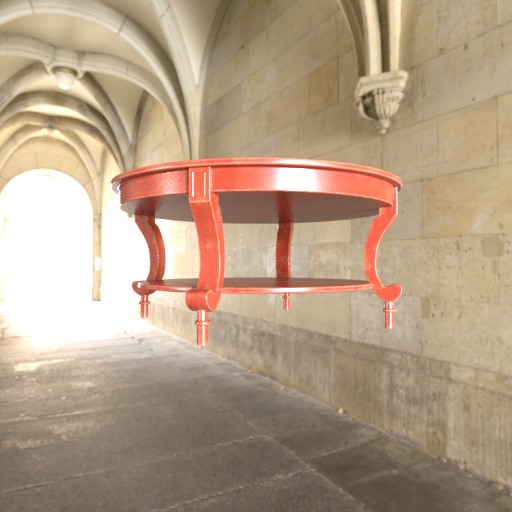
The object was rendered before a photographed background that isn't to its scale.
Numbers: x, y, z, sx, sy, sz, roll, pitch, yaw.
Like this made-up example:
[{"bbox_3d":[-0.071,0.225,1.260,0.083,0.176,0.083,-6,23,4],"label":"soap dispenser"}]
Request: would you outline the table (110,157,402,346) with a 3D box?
[{"bbox_3d":[0.000,0.000,1.630,1.029,0.486,1.029,0,-1,0],"label":"table"}]
